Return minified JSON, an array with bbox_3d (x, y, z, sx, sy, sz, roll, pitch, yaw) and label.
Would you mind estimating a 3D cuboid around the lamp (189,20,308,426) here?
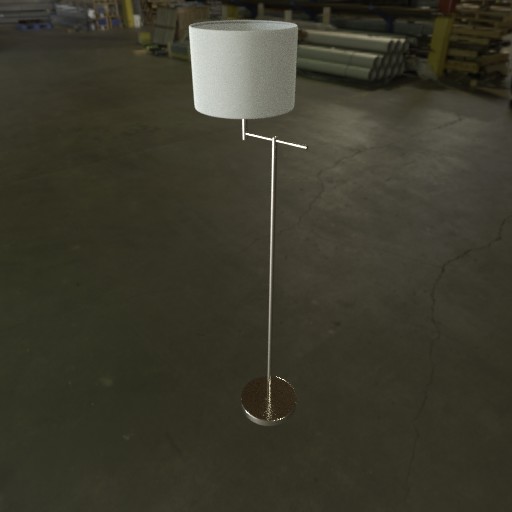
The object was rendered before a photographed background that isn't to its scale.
[{"bbox_3d":[0.000,0.000,1.729,0.416,1.600,0.324,22,38,30],"label":"lamp"}]
